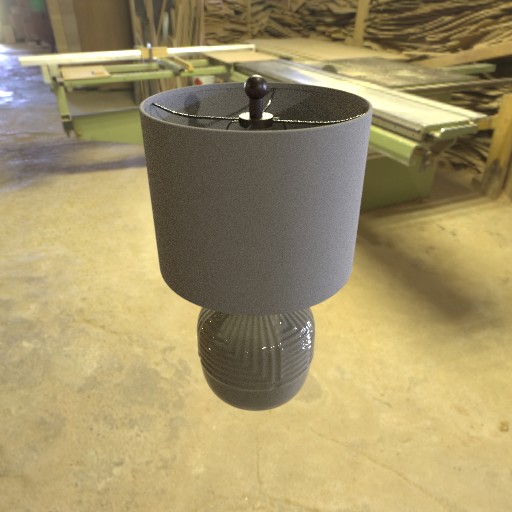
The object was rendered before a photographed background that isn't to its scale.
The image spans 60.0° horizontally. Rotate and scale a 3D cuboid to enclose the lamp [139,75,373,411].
[{"bbox_3d":[0.000,0.000,0.743,0.318,0.567,0.318,0,31,0],"label":"lamp"}]
